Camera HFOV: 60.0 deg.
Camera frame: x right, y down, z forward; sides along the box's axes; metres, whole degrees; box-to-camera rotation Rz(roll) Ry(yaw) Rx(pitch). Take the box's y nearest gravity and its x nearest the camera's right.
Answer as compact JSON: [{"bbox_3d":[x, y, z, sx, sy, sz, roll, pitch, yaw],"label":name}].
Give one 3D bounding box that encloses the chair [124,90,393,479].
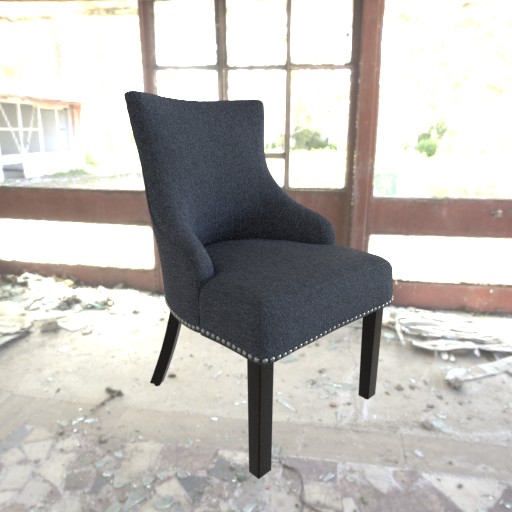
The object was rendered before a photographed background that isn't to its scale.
[{"bbox_3d":[0.000,0.000,1.291,0.566,0.909,0.629,-14,21,-42],"label":"chair"}]
